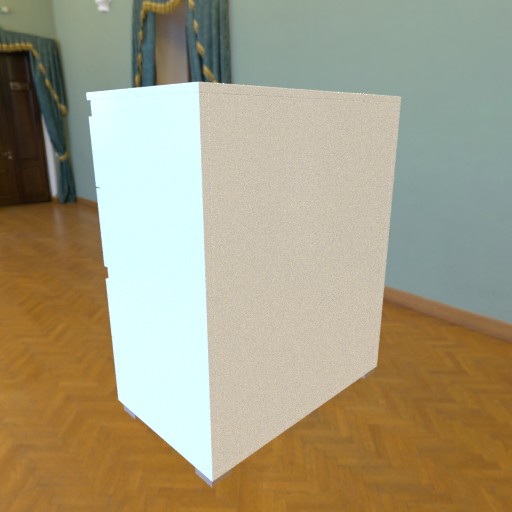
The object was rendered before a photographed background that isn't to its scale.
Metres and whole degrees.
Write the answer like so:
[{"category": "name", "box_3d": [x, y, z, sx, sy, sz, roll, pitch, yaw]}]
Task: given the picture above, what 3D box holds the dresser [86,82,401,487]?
[{"category": "dresser", "box_3d": [0.000, 0.000, 1.169, 0.650, 0.800, 0.400, -16, 23, -42]}]
